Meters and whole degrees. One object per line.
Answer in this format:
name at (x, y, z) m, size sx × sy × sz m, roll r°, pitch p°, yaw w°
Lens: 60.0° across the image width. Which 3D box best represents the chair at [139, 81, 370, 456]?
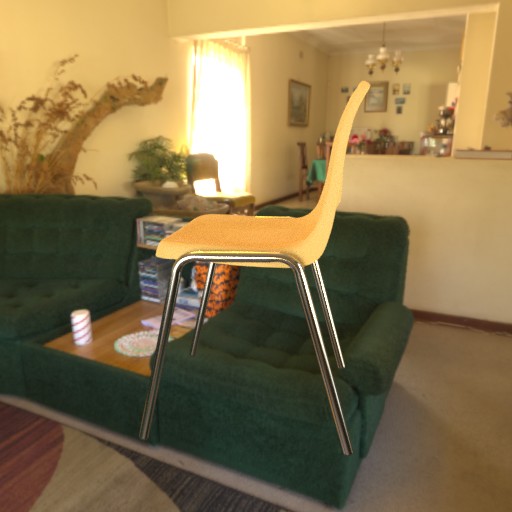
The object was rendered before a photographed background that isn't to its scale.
chair at (0.000, 0.000, 0.969) m, size 0.436 × 0.704 × 0.381 m, roll 2°, pitch 15°, yaw 8°
